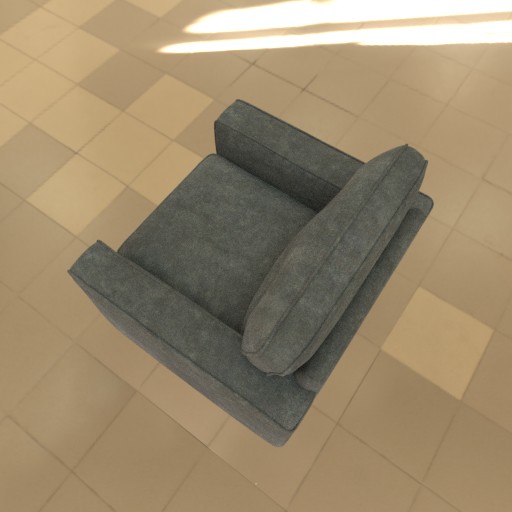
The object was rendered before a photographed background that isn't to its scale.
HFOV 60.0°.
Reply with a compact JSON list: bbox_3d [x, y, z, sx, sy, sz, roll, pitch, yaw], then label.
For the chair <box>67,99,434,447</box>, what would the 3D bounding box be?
[{"bbox_3d":[0.000,0.000,1.721,0.939,0.965,1.015,32,67,15],"label":"chair"}]
